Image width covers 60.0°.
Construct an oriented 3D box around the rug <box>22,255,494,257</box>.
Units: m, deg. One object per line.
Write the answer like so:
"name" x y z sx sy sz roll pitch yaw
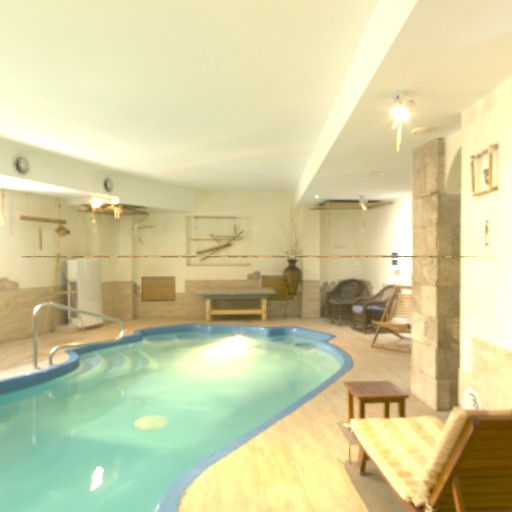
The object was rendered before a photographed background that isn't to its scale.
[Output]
"rug" 0.000 0.000 4.012 3.048 0.010 2.438 0 0 0
